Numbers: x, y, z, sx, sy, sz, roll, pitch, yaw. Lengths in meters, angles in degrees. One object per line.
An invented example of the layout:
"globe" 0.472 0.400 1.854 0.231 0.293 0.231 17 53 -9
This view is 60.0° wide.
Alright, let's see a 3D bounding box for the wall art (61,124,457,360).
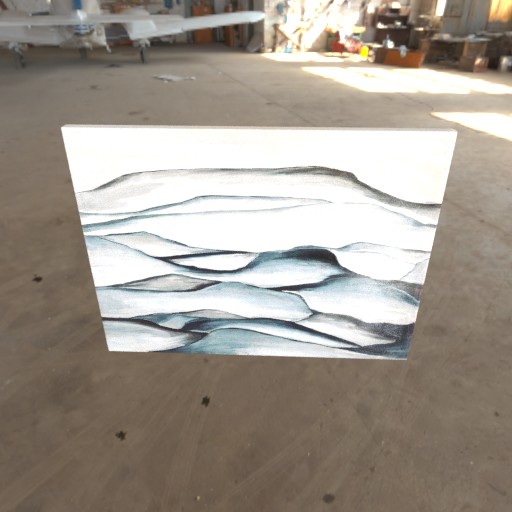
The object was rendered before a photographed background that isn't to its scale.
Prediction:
"wall art" 0.000 0.000 1.600 1.219 0.915 0.039 1 30 2
